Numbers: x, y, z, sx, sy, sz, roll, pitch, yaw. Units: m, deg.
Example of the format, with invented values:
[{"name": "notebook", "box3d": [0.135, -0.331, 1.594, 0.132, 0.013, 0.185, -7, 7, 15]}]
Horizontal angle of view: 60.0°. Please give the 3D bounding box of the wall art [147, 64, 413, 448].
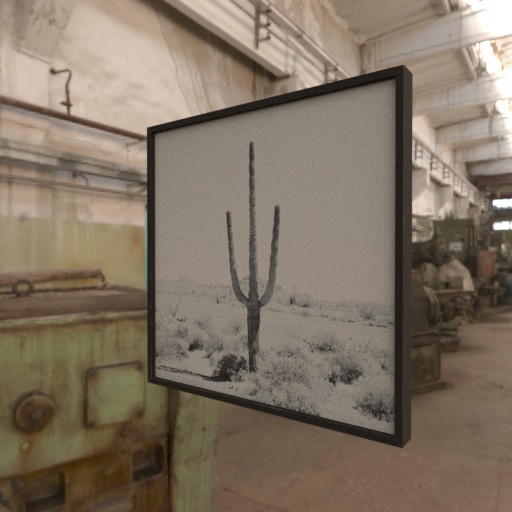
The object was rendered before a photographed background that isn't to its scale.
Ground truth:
[{"name": "wall art", "box3d": [0.000, 0.000, 0.750, 0.508, 0.508, 0.038, 0, 1, 36]}]
